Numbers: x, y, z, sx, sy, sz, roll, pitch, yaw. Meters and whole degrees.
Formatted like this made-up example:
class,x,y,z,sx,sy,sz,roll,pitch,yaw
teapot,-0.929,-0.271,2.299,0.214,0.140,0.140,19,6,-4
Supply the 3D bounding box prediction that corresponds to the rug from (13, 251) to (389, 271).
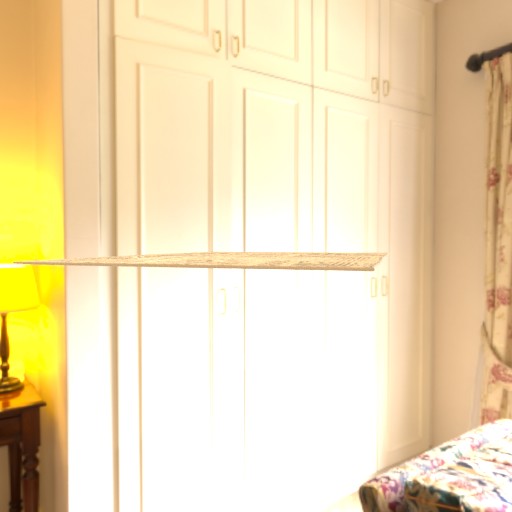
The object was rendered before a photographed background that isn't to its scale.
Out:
class,x,y,z,sx,sy,sz,roll,pitch,yaw
rug,0.000,0.000,3.040,1.706,0.026,2.438,1,2,18
